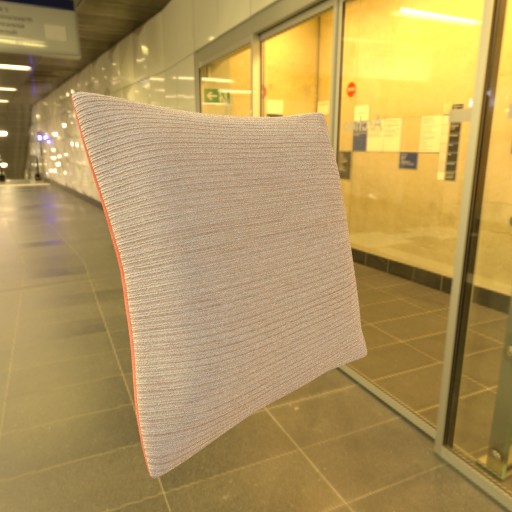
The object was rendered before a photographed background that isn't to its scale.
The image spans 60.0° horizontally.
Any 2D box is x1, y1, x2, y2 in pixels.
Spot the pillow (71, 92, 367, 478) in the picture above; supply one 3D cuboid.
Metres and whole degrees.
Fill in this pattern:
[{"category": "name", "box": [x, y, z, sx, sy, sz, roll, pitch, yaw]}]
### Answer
[{"category": "pillow", "box": [0.000, 0.000, 0.608, 0.424, 0.401, 0.177, -13, 19, -43]}]
